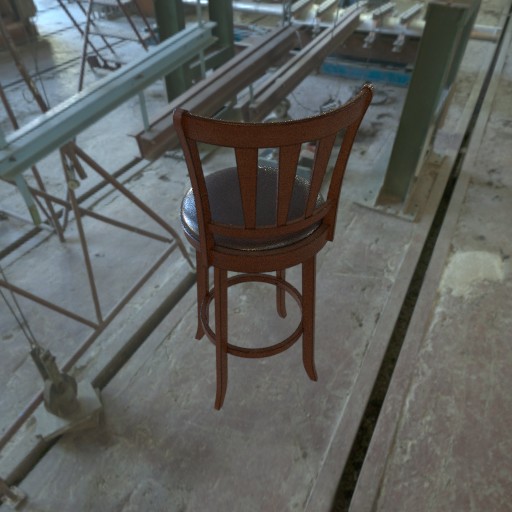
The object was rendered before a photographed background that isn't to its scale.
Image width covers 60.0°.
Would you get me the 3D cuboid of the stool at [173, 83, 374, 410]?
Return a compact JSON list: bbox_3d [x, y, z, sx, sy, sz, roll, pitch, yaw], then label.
[{"bbox_3d":[0.000,0.000,1.453,0.464,1.177,0.503,-12,43,-14],"label":"stool"}]
